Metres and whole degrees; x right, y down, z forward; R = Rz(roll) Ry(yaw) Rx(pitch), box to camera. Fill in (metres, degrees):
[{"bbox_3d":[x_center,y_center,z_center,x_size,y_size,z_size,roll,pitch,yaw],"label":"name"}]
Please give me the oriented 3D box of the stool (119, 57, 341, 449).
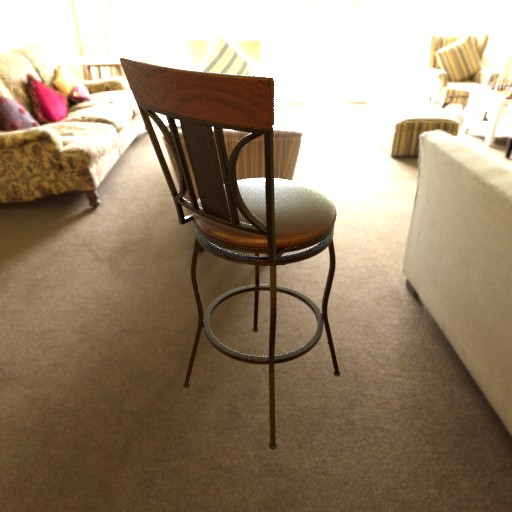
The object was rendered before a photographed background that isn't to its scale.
[{"bbox_3d":[0.000,0.000,1.362,0.448,1.130,0.513,23,38,33],"label":"stool"}]
